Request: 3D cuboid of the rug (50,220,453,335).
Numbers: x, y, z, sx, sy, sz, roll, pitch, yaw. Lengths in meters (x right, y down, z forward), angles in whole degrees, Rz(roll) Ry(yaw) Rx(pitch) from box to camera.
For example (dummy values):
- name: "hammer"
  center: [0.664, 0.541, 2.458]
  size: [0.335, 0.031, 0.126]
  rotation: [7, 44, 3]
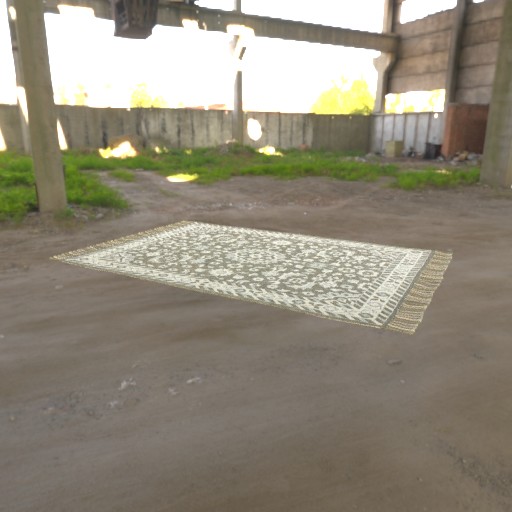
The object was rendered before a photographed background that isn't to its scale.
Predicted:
- name: "rug"
  center: [0.000, 0.000, 3.117]
  size: [2.431, 0.025, 1.530]
  rotation: [9, 18, 28]
